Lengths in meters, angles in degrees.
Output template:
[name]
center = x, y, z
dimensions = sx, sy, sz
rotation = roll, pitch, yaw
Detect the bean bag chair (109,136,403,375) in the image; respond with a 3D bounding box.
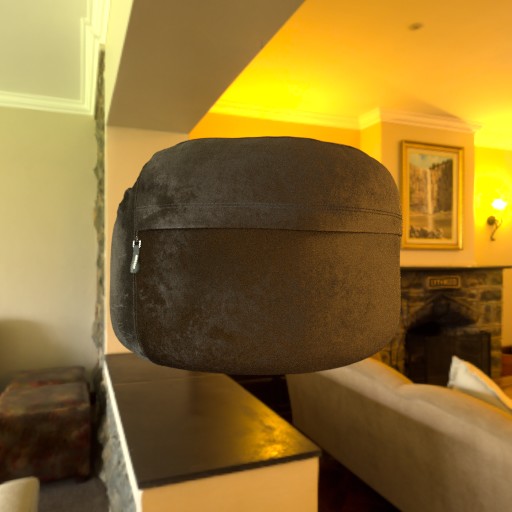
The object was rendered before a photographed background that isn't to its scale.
[bean bag chair]
center = 0.000, 0.000, 1.452
dimensions = 0.918, 0.605, 0.918
rotation = 0, -1, 0
